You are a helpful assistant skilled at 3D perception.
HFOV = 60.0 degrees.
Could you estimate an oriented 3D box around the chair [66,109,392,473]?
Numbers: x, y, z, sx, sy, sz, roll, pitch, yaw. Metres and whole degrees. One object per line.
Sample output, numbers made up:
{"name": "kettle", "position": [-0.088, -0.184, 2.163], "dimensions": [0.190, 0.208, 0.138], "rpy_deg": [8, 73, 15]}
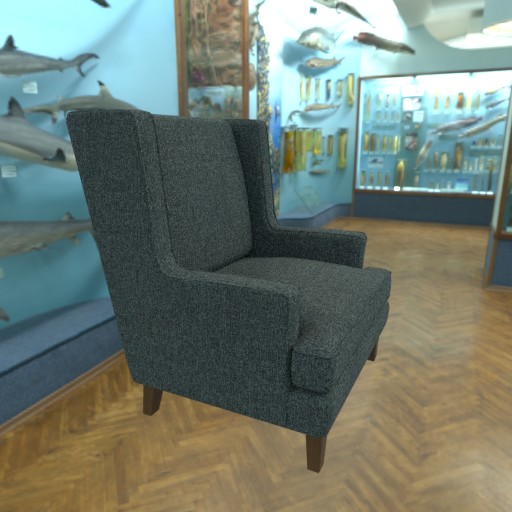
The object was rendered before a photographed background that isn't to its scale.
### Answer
{"name": "chair", "position": [0.000, 0.000, 1.763], "dimensions": [0.927, 1.082, 0.942], "rpy_deg": [7, 17, 25]}
